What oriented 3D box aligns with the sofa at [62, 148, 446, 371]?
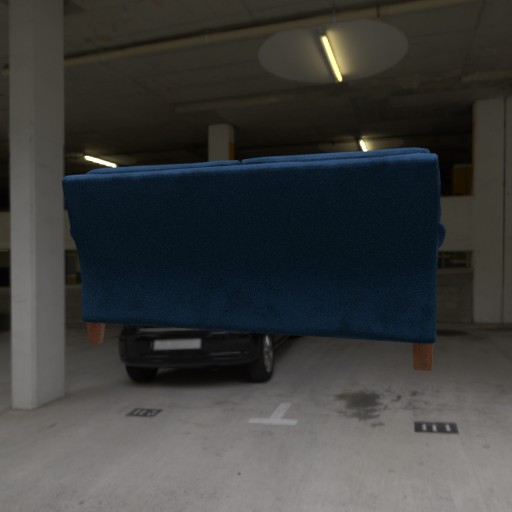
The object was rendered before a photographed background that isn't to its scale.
[{"bbox_3d":[0.000,0.000,2.776,2.141,1.101,1.084,0,1,18],"label":"sofa"}]
